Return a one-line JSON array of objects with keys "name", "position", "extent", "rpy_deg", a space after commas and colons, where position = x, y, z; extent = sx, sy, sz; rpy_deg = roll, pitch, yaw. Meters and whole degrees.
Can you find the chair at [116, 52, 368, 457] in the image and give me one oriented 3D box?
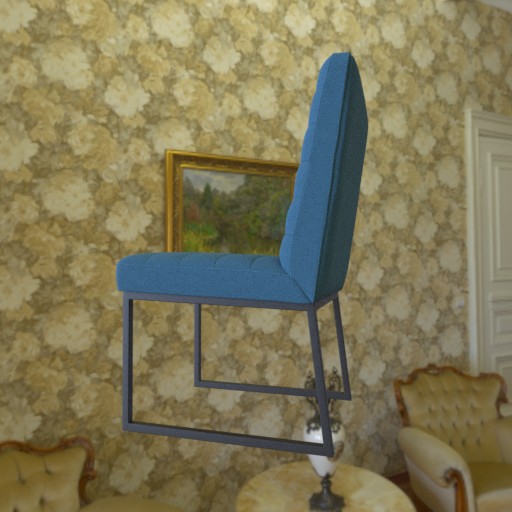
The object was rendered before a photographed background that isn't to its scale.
[{"name": "chair", "position": [0.000, 0.000, 1.314], "extent": [0.634, 0.930, 0.520], "rpy_deg": [0, -1, 17]}]
